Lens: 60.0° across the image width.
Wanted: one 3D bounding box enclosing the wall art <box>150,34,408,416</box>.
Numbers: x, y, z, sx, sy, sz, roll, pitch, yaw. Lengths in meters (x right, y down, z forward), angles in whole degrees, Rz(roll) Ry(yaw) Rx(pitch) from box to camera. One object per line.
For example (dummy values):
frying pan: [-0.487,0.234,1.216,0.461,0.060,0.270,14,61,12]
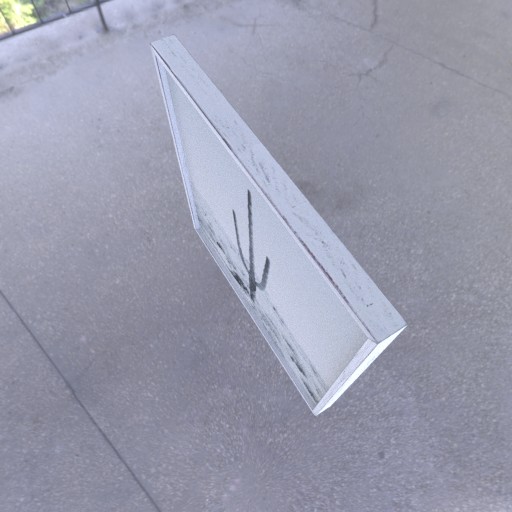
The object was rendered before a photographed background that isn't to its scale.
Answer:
wall art: [0.000,0.000,0.755,0.038,0.508,0.508,-29,66,-14]
